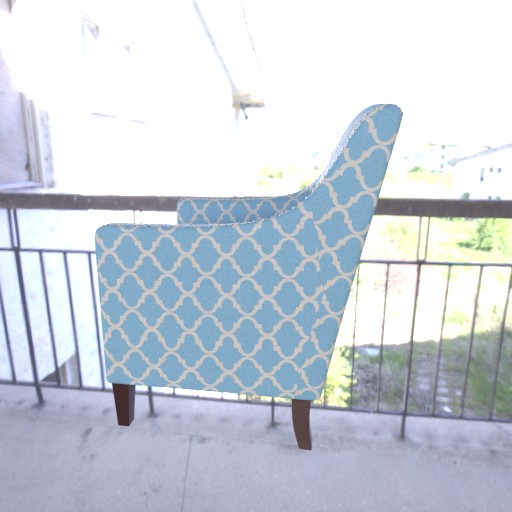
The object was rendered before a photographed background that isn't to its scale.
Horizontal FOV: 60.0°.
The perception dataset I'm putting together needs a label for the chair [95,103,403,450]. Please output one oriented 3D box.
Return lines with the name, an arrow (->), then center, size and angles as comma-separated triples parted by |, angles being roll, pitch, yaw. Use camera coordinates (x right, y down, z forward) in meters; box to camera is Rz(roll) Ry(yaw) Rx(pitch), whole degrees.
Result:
chair -> 0.000, 0.000, 1.301 | 0.686, 0.817, 0.617 | 2, 14, 9
